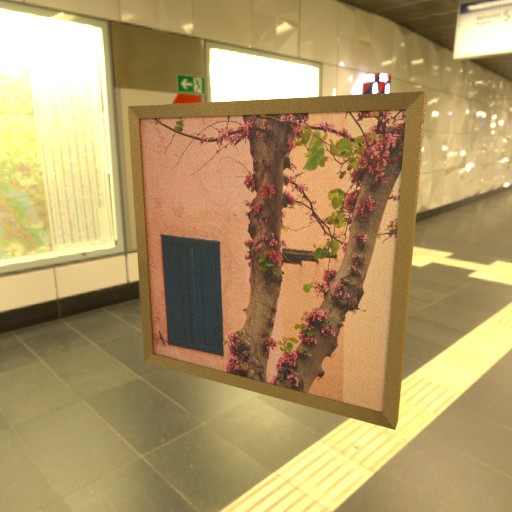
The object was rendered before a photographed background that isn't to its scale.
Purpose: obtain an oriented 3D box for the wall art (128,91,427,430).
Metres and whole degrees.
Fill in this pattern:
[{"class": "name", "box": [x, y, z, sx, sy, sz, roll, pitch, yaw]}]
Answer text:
[{"class": "wall art", "box": [0.000, 0.000, 1.147, 0.762, 0.762, 0.038, 7, 16, 26]}]
